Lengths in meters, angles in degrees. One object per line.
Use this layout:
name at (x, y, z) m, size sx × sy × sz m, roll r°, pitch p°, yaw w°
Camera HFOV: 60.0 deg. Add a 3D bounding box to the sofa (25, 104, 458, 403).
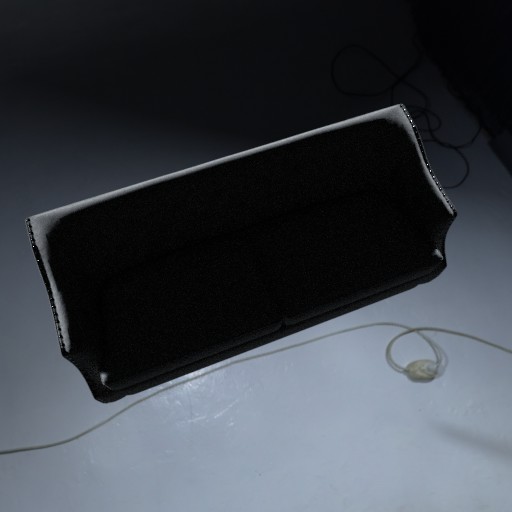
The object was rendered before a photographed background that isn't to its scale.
sofa at (0.000, 0.000, 2.652) m, size 2.235 × 0.901 × 0.914 m, roll -19°, pitch 66°, yaw -9°
